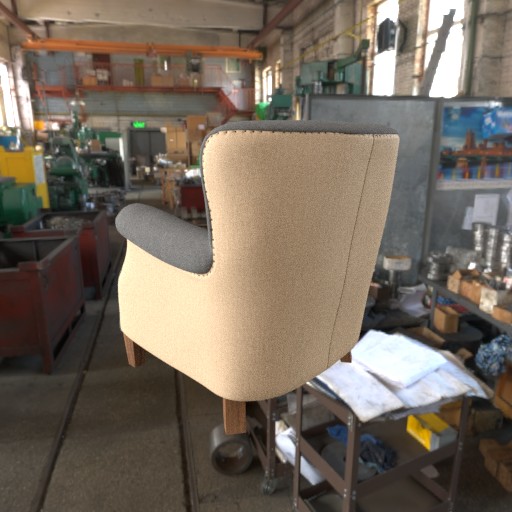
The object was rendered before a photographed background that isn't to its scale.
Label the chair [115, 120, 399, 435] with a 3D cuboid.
[{"bbox_3d":[0.000,0.000,1.653,0.921,0.936,0.861,14,20,42],"label":"chair"}]
